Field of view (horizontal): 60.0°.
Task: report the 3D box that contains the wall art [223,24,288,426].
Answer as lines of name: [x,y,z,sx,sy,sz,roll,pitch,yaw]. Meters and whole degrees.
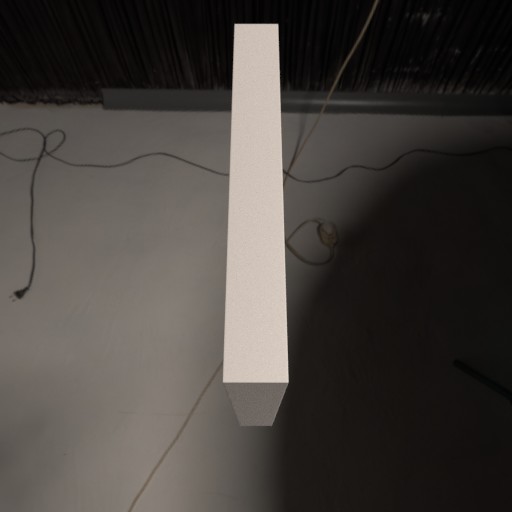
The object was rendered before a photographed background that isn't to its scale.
wall art: [0.000,0.000,0.457,0.038,0.302,0.305,0,65,0]
